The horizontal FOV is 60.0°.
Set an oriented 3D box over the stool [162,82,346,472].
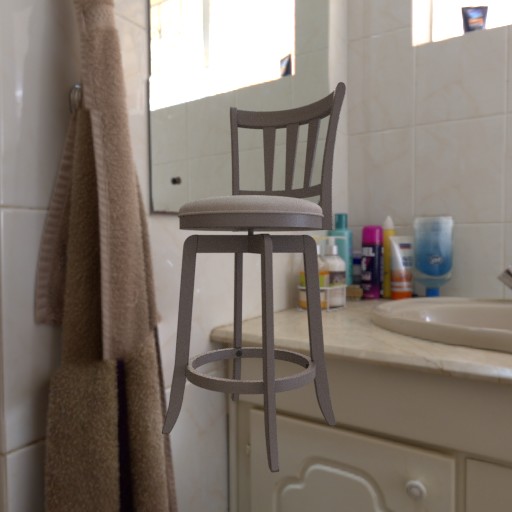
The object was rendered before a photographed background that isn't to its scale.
[{"bbox_3d":[0.000,0.000,1.322,0.436,1.023,0.475,1,2,35],"label":"stool"}]
